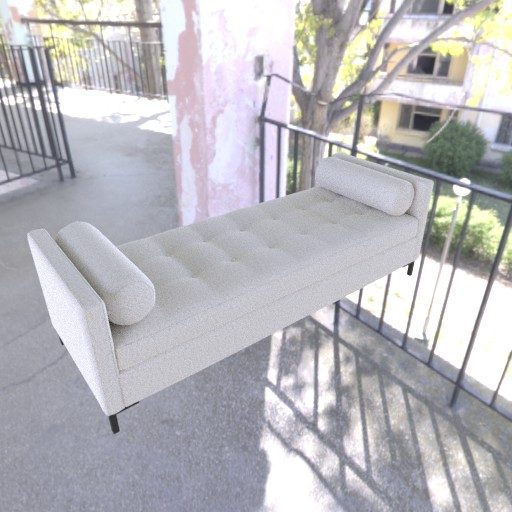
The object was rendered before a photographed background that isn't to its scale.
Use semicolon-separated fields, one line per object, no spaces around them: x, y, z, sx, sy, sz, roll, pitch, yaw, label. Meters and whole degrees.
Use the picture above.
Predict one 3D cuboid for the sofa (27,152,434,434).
0.000;0.000;2.349;1.985;0.641;0.746;-21;36;-32;sofa
